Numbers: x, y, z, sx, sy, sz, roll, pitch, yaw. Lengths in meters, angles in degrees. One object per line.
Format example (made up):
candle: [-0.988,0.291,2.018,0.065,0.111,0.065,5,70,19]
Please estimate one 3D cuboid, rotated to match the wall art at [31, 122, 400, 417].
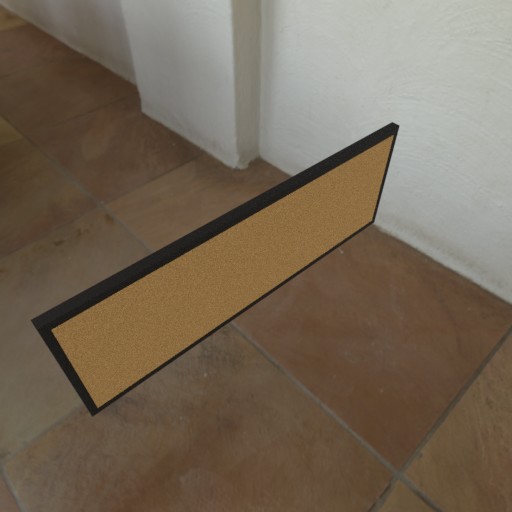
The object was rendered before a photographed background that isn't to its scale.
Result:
wall art: [0.000,0.000,1.739,1.572,0.554,0.041,-32,55,-27]
